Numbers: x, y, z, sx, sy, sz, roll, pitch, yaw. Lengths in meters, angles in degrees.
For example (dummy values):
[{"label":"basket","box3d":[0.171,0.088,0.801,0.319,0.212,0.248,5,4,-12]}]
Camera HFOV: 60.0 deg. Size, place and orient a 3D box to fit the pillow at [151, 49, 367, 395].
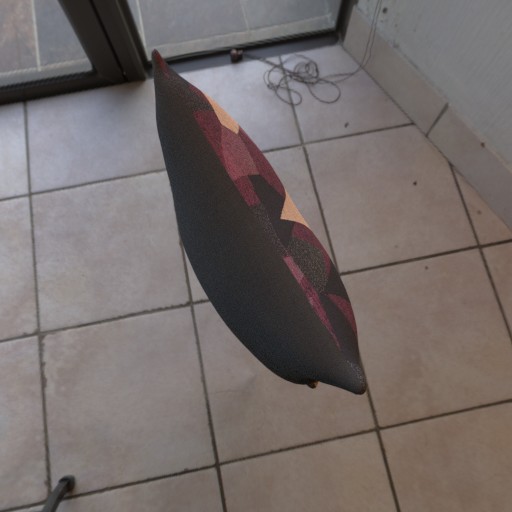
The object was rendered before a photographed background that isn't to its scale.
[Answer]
[{"label":"pillow","box3d":[0.000,0.000,0.745,0.208,0.496,0.503,-29,77,-7]}]
